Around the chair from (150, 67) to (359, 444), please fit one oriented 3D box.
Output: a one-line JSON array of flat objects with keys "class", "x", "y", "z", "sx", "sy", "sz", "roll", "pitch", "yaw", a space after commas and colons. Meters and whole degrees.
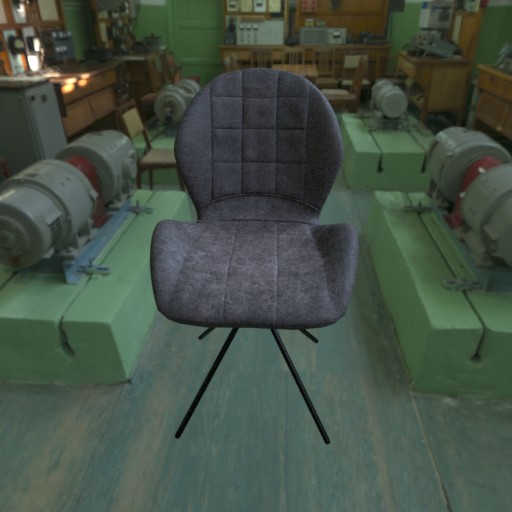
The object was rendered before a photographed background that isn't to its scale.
[{"class": "chair", "x": 0.000, "y": 0.000, "z": 1.275, "sx": 0.527, "sy": 0.934, "sz": 0.640, "roll": 1, "pitch": 30, "yaw": 2}]
